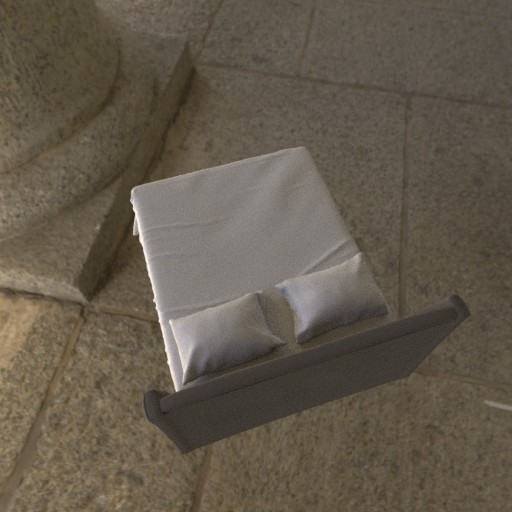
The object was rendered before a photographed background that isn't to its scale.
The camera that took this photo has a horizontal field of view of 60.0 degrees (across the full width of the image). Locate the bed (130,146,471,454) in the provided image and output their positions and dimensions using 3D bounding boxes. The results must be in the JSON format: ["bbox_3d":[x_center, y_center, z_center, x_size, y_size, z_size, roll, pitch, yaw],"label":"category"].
[{"bbox_3d":[0.000,0.000,3.507,1.925,1.332,2.276,-15,60,-9],"label":"bed"}]
